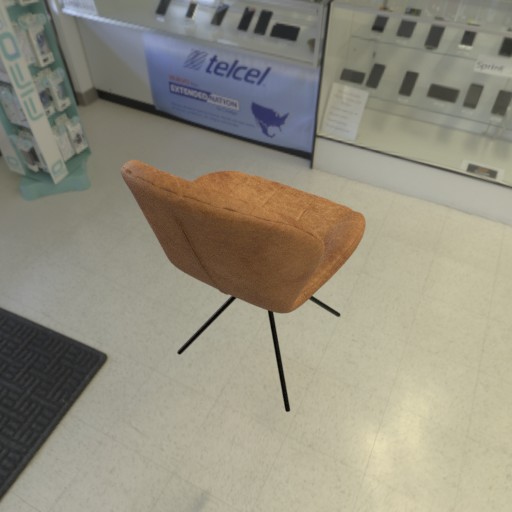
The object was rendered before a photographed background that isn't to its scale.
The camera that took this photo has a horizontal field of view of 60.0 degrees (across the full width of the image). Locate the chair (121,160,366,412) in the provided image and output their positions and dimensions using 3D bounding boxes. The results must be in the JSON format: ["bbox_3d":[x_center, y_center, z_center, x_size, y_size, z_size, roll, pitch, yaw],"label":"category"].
[{"bbox_3d":[0.000,0.000,1.289,0.527,0.929,0.640,22,51,20],"label":"chair"}]
